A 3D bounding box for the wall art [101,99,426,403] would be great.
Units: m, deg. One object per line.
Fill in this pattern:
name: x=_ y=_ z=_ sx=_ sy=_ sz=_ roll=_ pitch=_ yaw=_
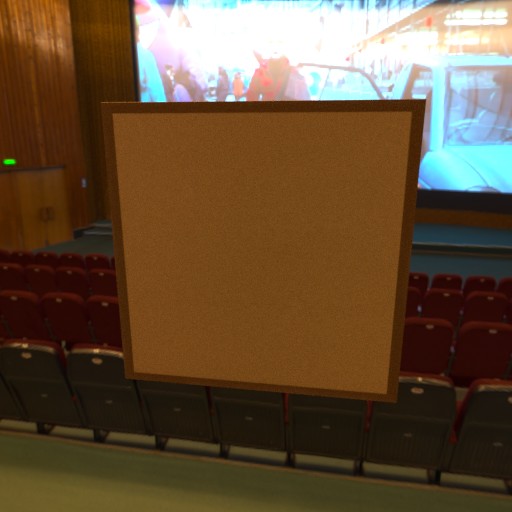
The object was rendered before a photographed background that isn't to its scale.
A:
wall art: x=0.000 y=0.000 z=0.771 sx=0.510 sy=0.509 sz=0.033 roll=2 pitch=16 yaw=9
